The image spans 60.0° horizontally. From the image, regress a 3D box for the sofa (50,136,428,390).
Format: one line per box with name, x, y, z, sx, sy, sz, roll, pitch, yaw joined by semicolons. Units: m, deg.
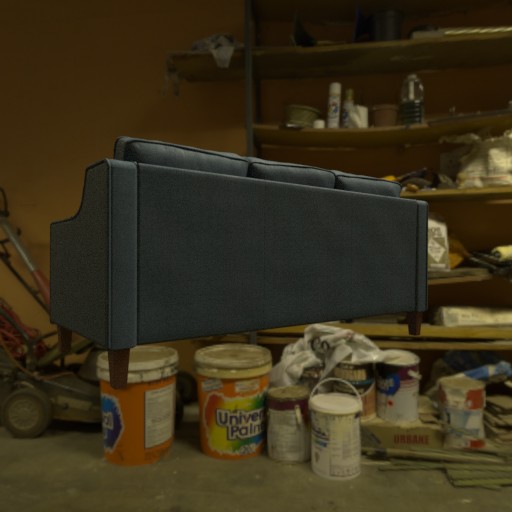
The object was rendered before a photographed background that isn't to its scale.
sofa;0.000;0.000;2.506;1.986;0.974;0.911;0;0;-37
